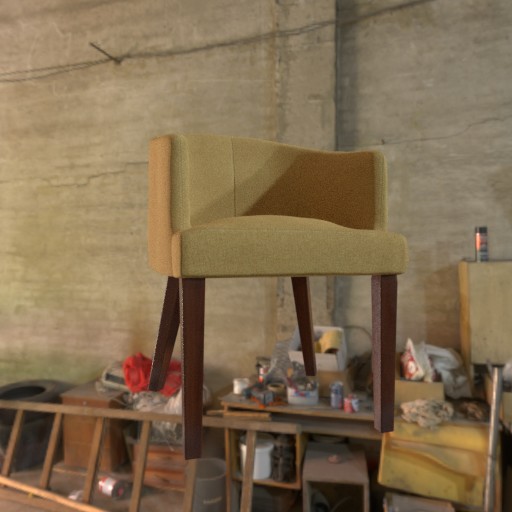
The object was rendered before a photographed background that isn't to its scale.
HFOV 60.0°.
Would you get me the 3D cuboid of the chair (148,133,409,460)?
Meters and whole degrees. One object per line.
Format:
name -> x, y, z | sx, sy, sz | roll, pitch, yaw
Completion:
chair -> 0.000, 0.000, 1.235 | 0.583, 0.811, 0.655 | 0, 1, -18
